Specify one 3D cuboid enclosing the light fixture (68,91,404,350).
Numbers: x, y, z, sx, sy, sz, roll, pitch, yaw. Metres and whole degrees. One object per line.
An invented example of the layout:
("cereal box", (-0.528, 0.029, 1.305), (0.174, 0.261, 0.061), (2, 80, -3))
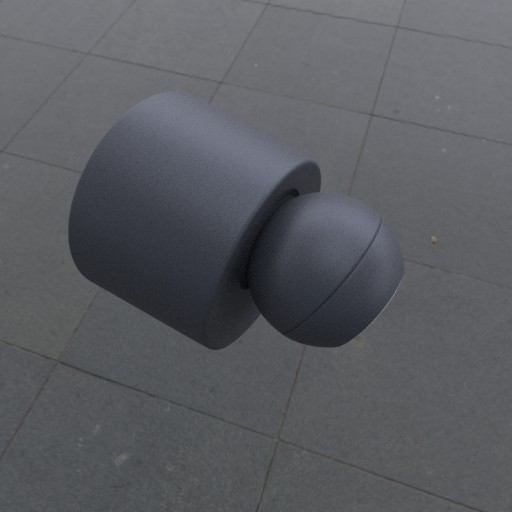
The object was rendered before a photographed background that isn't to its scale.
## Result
("light fixture", (0.000, 0.000, 0.266), (0.160, 0.143, 0.134), (29, 62, 17))
